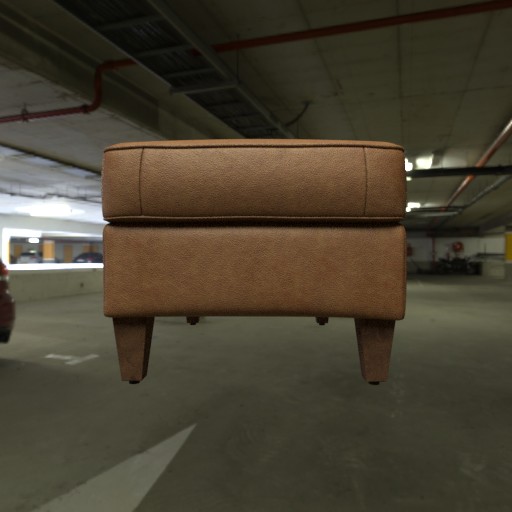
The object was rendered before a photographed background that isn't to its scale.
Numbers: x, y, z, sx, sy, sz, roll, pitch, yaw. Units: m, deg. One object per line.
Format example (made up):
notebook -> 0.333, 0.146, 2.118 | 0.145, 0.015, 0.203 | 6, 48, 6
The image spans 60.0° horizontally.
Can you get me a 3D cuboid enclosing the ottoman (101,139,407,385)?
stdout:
ottoman -> 0.000, 0.000, 1.199 | 0.584, 0.483, 0.864 | 0, 0, 1
